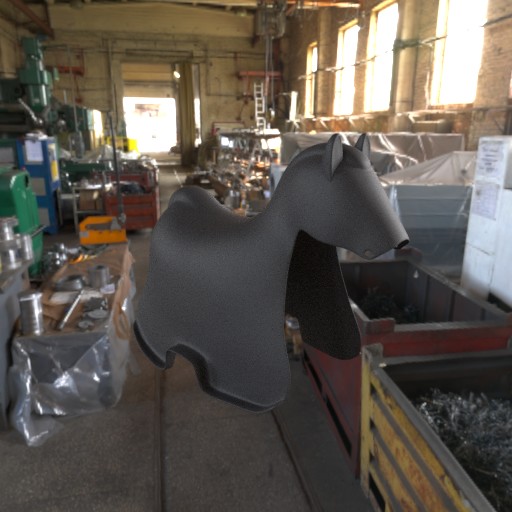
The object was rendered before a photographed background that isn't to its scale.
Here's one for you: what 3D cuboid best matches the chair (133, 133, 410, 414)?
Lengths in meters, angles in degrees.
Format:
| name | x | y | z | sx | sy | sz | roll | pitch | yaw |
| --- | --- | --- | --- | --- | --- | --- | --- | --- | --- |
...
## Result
| name | x | y | z | sx | sy | sz | roll | pitch | yaw |
| --- | --- | --- | --- | --- | --- | --- | --- | --- | --- |
| chair | 0.000 | 0.000 | 1.144 | 0.800 | 0.612 | 0.429 | 15 | 21 | 43 |
